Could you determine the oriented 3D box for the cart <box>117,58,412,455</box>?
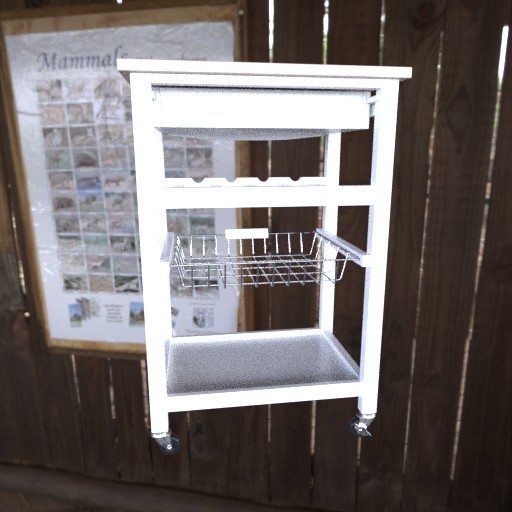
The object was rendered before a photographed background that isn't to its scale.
[{"bbox_3d":[0.000,0.000,1.147,0.578,0.857,0.406,-2,13,-8],"label":"cart"}]
